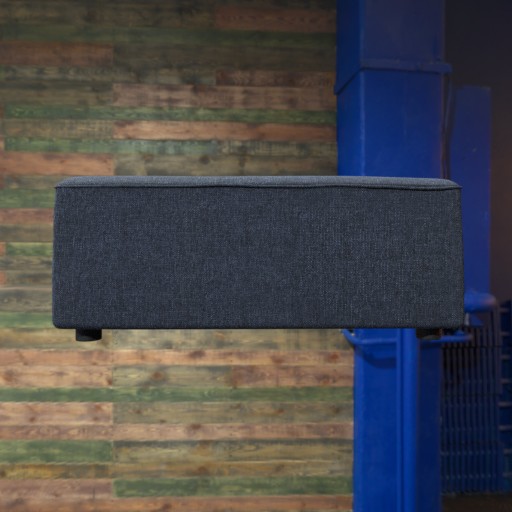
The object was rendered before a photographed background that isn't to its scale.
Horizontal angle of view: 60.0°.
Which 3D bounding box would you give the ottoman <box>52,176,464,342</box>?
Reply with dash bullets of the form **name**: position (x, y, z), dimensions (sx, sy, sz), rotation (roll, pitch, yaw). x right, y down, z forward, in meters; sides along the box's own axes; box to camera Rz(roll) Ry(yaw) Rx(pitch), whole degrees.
- **ottoman**: position (0.000, 0.000, 1.560), dimensions (1.017, 0.423, 1.023), rotation (0, 0, -1)
